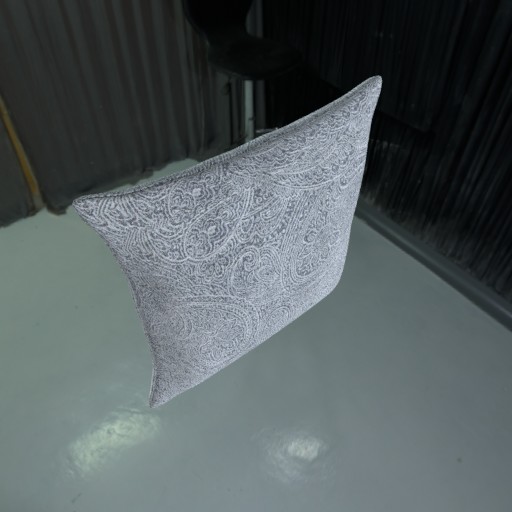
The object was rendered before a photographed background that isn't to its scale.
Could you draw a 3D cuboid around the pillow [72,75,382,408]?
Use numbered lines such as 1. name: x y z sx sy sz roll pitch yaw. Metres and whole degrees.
1. pillow: 0.000 0.000 0.781 0.523 0.510 0.166 -30 53 -26
